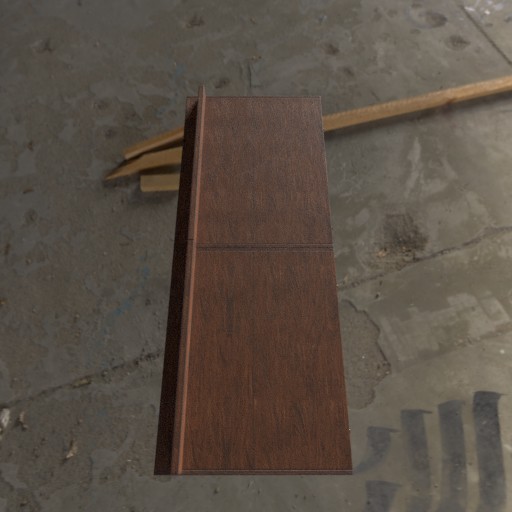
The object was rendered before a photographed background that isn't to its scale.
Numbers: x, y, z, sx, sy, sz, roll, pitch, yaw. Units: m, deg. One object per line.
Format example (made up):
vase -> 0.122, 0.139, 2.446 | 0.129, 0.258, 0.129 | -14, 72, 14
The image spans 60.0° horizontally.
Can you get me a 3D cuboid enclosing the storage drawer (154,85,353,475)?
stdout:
storage drawer -> 0.000, 0.000, 2.161 | 0.774, 0.339, 1.914 | 0, 64, 0
